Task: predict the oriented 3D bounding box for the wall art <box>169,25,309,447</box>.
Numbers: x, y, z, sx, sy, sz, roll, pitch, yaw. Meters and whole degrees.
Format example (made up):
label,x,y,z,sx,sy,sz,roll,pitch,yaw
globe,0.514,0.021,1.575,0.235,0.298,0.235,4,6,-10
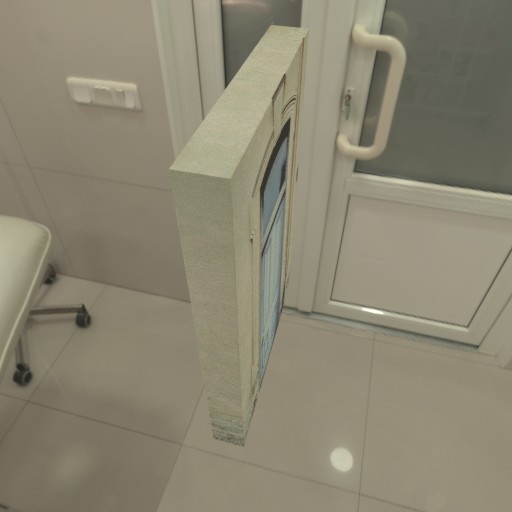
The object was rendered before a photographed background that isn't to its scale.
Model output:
label,x,y,z,sx,sy,sz,roll,pitch,yaw
wall art,0.000,0.000,0.477,0.038,0.381,0.254,11,46,10
